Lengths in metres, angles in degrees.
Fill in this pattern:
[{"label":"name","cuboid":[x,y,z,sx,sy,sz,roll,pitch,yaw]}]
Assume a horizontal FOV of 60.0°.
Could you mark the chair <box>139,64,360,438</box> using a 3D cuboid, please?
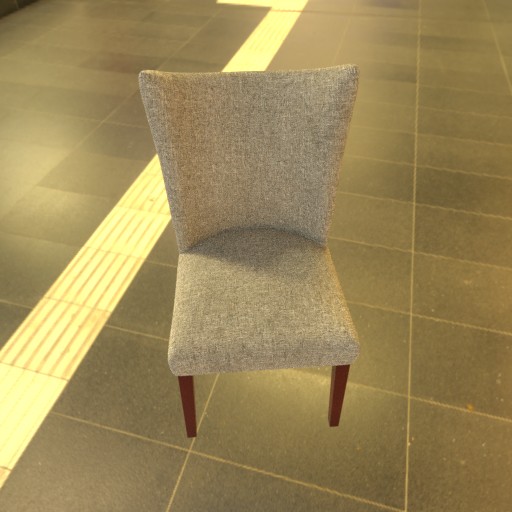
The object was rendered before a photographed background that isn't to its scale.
[{"label":"chair","cuboid":[0.000,0.000,1.262,0.535,0.924,0.623,-3,45,-3]}]
